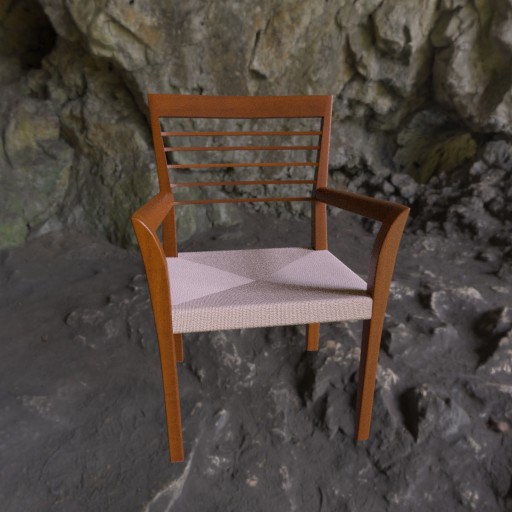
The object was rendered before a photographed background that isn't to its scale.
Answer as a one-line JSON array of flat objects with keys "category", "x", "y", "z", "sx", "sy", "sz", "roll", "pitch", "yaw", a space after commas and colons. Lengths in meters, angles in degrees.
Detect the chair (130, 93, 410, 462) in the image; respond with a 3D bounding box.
[{"category": "chair", "x": 0.000, "y": 0.000, "z": 1.216, "sx": 0.587, "sy": 0.855, "sz": 0.540, "roll": -3, "pitch": 18, "yaw": -9}]
